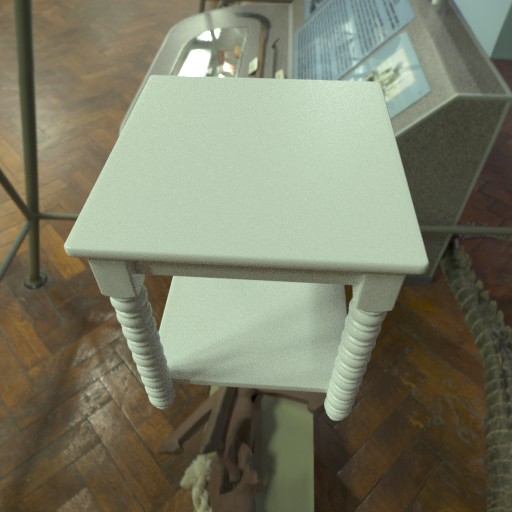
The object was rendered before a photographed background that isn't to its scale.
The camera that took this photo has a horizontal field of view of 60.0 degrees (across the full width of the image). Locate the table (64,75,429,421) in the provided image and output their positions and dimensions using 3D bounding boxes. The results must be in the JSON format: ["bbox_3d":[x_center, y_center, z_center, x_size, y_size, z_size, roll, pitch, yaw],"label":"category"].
[{"bbox_3d":[0.000,0.000,0.983,0.500,0.563,0.533,3,47,3],"label":"table"}]
